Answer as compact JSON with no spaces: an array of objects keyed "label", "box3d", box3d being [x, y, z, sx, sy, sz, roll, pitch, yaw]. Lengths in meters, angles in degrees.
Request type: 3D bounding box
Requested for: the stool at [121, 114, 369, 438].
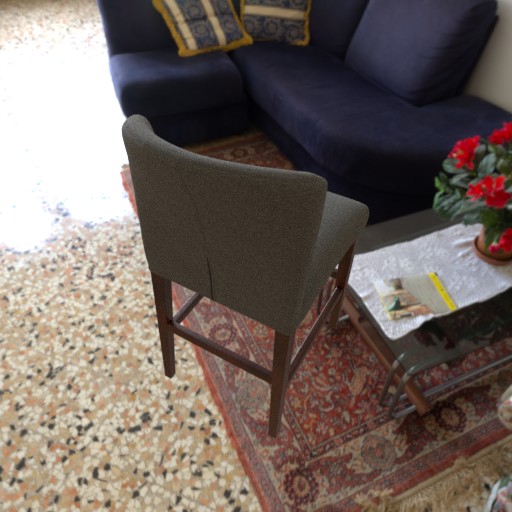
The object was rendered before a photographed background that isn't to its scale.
[{"label":"stool","box3d":[0.000,0.000,1.295,0.479,0.968,0.568,22,49,21]}]
